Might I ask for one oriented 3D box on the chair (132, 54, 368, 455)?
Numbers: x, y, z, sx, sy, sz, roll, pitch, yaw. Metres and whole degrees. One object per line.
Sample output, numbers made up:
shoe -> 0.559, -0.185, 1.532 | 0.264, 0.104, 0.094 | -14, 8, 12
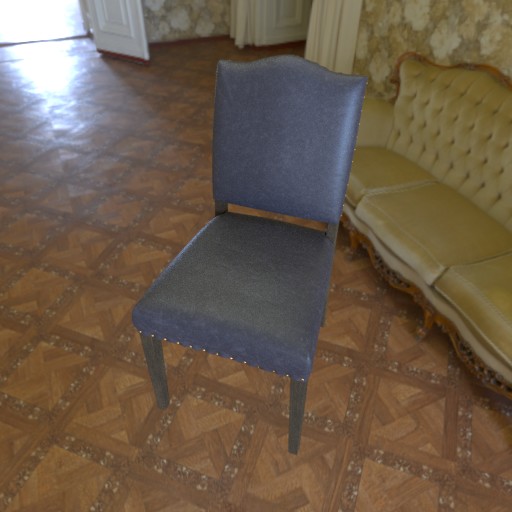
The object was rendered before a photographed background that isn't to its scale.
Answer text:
chair -> 0.000, 0.000, 1.328 | 0.500, 0.991, 0.633 | 13, 42, 15
